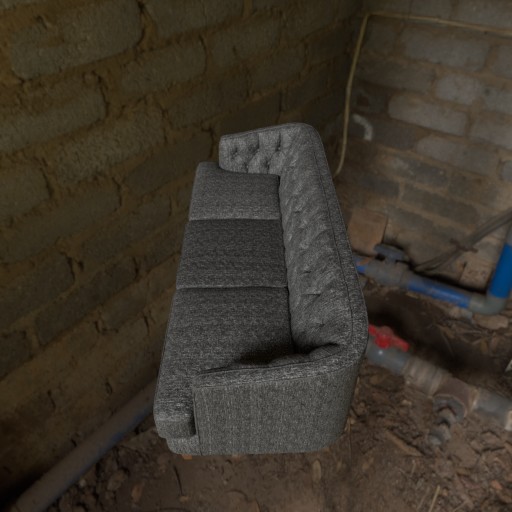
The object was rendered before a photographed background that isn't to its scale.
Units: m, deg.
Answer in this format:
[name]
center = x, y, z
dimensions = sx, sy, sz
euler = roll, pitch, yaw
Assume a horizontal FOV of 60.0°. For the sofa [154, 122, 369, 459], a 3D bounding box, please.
[sofa]
center = 0.000, 0.000, 2.766
dimensions = 0.941, 0.855, 2.278
euler = 0, 41, 0
